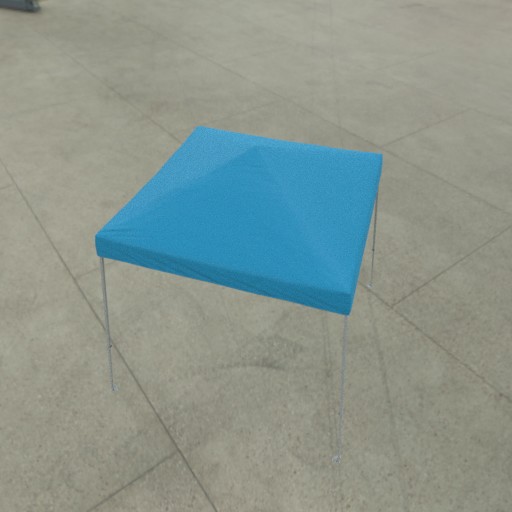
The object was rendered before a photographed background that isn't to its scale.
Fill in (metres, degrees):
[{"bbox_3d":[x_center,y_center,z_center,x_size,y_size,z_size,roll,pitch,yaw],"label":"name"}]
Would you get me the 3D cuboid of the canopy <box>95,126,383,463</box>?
[{"bbox_3d":[0.000,0.000,5.211,2.850,2.850,2.849,12,43,13],"label":"canopy"}]
